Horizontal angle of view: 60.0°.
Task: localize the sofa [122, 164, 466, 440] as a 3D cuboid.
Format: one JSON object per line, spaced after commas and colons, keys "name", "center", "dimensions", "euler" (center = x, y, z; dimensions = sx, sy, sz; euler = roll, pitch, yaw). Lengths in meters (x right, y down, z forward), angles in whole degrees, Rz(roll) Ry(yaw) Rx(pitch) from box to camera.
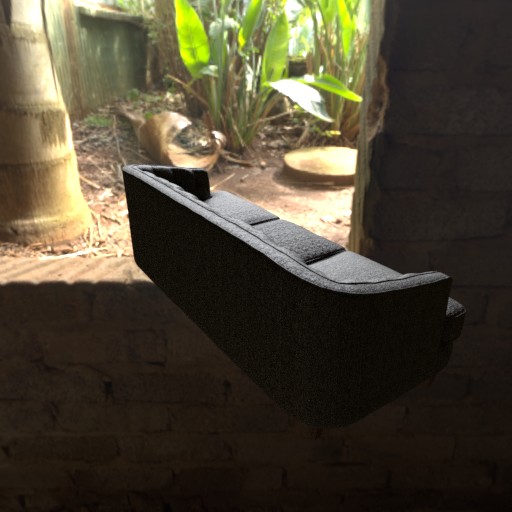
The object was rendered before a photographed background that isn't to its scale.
{"name": "sofa", "center": [0.000, 0.000, 2.722], "dimensions": [0.941, 0.855, 2.278], "euler": [-17, 31, -31]}
